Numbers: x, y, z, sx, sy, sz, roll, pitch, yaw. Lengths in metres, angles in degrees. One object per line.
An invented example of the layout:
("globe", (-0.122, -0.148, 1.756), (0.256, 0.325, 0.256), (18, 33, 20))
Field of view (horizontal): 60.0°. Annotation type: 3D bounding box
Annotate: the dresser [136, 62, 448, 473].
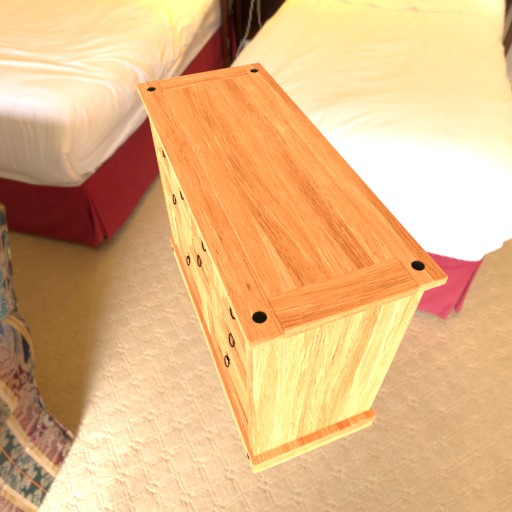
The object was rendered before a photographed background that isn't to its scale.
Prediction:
("dresser", (0.000, 0.000, 1.383), (0.410, 0.740, 0.990), (-16, 50, -14))
